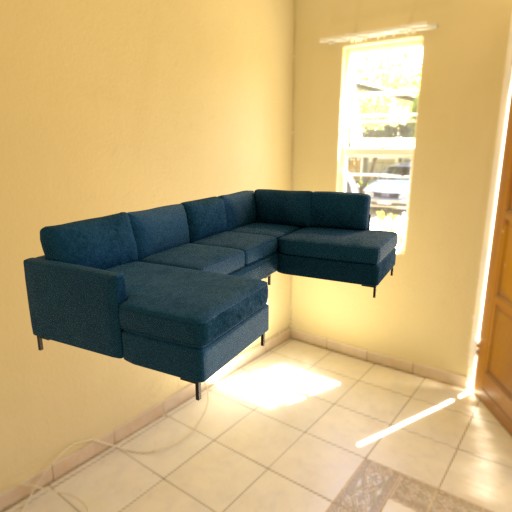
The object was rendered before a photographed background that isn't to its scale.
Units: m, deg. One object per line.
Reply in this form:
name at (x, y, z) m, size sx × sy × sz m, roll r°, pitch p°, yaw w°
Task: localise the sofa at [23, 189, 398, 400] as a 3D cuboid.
sofa at (0.000, 0.000, 4.272) m, size 2.055 × 0.992 × 3.434 m, roll 7°, pitch 15°, yaw 27°
